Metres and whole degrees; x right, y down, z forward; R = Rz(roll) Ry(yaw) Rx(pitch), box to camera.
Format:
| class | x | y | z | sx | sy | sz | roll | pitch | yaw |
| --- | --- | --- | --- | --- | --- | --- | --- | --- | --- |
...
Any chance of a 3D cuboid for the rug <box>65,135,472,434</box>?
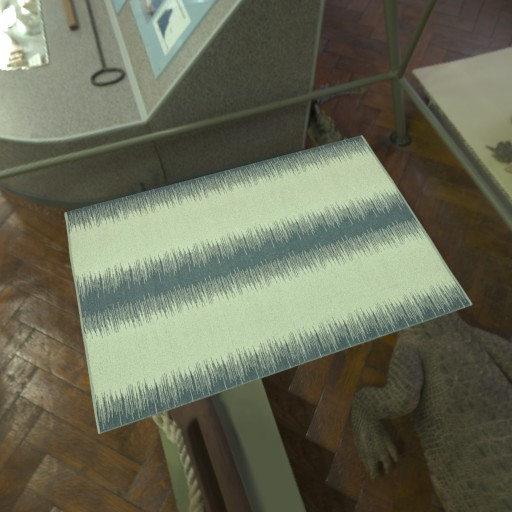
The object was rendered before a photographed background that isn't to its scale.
| class | x | y | z | sx | sy | sz | roll | pitch | yaw |
| --- | --- | --- | --- | --- | --- | --- | --- | --- | --- |
| rug | 0.000 | 0.000 | 2.337 | 1.854 | 0.006 | 1.234 | -17 | 61 | -10 |
